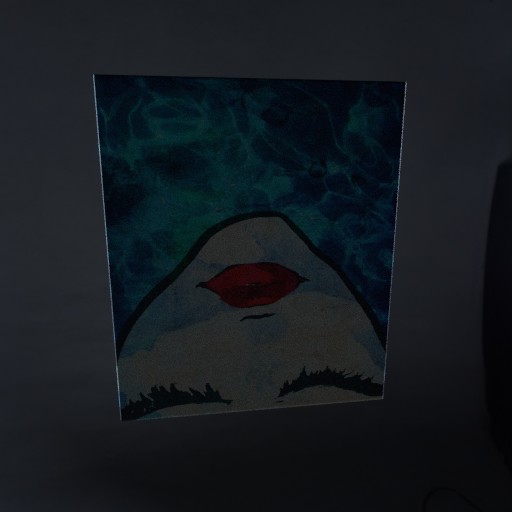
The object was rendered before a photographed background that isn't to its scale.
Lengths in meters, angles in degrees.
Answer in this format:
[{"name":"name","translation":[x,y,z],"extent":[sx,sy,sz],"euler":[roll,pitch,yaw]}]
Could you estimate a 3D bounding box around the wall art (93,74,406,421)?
[{"name":"wall art","translation":[0.000,0.000,0.682],"extent":[0.432,0.508,0.038],"euler":[-2,14,-8]}]
